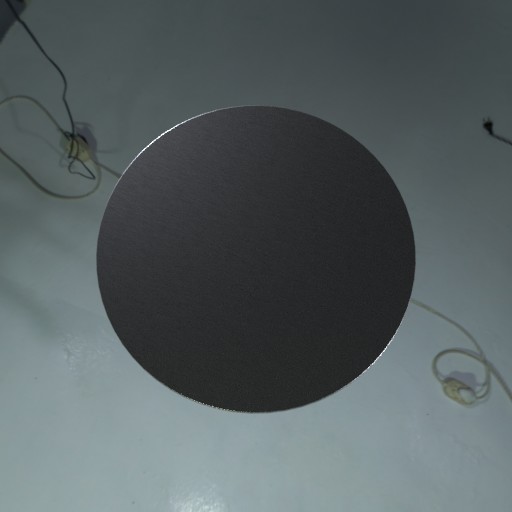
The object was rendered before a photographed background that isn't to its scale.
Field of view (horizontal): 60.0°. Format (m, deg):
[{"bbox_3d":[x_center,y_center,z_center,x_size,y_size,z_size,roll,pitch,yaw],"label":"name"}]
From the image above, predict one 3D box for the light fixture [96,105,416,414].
[{"bbox_3d":[0.000,0.000,0.557,0.368,0.100,0.368,0,75,0],"label":"light fixture"}]
